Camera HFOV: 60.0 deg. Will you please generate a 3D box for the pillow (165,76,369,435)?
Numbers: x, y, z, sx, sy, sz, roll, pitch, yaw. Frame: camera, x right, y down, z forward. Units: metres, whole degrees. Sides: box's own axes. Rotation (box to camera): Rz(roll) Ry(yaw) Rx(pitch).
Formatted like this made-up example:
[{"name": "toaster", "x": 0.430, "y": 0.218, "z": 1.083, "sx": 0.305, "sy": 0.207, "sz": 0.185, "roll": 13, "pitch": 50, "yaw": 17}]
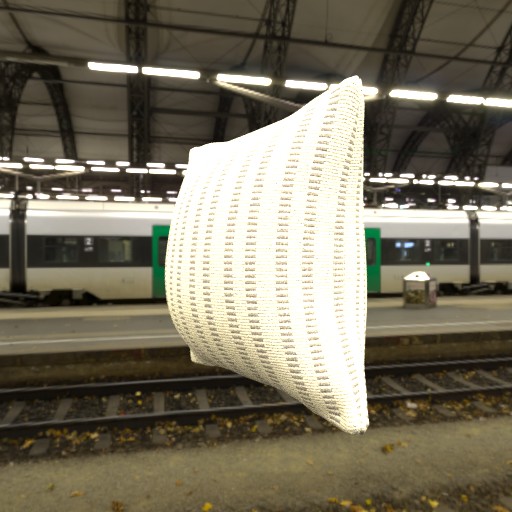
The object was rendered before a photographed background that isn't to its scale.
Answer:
[{"name": "pillow", "x": 0.000, "y": 0.000, "z": 0.689, "sx": 0.247, "sy": 0.419, "sz": 0.438, "roll": 0, "pitch": 0, "yaw": -34}]
